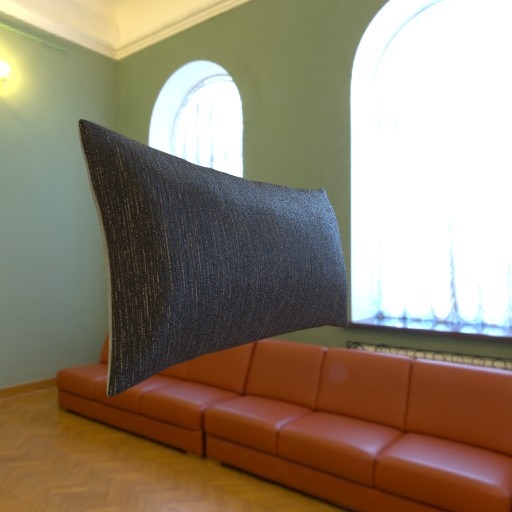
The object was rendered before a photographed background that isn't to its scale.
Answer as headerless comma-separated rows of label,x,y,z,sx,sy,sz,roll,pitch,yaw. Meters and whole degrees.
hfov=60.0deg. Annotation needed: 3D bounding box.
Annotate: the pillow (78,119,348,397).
pillow,0.000,0.000,0.729,0.156,0.305,0.608,0,-1,36
